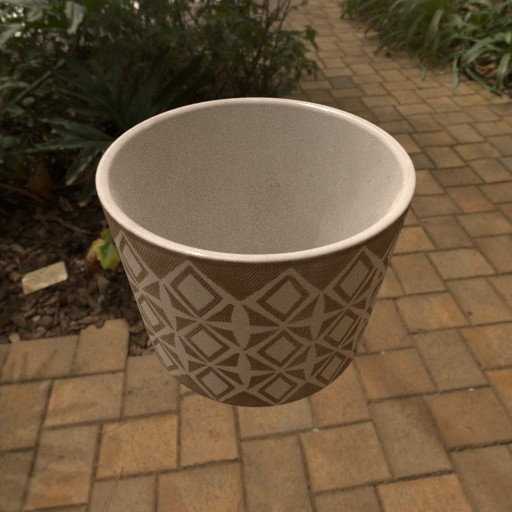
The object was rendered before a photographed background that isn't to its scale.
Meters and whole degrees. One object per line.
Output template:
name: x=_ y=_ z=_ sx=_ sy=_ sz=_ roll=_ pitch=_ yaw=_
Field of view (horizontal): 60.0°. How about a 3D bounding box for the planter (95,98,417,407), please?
planter: x=0.000 y=0.000 z=0.444 sx=0.260 sy=0.220 sz=0.260 roll=0 pitch=41 yaw=0
